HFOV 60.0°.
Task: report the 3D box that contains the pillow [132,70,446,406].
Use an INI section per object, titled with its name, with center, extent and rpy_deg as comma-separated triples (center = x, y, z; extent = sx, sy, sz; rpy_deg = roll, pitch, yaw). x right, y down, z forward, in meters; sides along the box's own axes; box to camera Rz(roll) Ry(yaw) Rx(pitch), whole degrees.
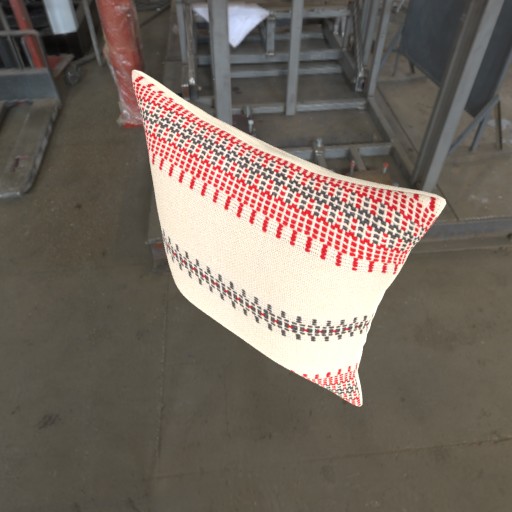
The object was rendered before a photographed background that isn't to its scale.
[pillow]
center = 0.000, 0.000, 0.689
extent = 0.463, 0.454, 0.160
rpy_deg = 31, 54, 26
